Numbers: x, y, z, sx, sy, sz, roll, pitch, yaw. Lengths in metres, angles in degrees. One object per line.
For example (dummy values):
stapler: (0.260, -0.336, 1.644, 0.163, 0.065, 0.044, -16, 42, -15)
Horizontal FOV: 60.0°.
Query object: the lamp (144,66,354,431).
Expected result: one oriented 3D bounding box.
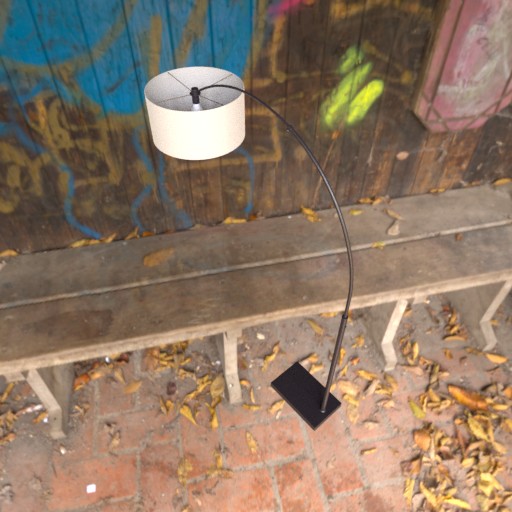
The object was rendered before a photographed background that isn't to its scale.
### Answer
lamp: (0.000, 0.000, 2.562, 0.493, 1.927, 1.424, -32, 54, -27)
